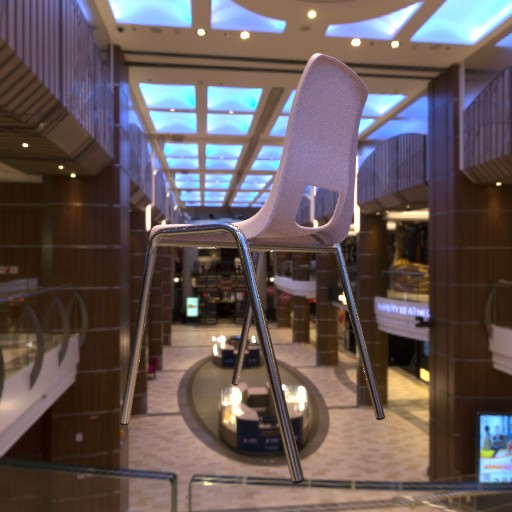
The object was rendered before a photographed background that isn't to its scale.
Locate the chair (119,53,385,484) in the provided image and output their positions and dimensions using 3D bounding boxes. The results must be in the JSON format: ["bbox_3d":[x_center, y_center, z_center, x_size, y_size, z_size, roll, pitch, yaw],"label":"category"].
[{"bbox_3d":[0.000,0.000,0.945,0.436,0.704,0.381,0,0,37],"label":"chair"}]
